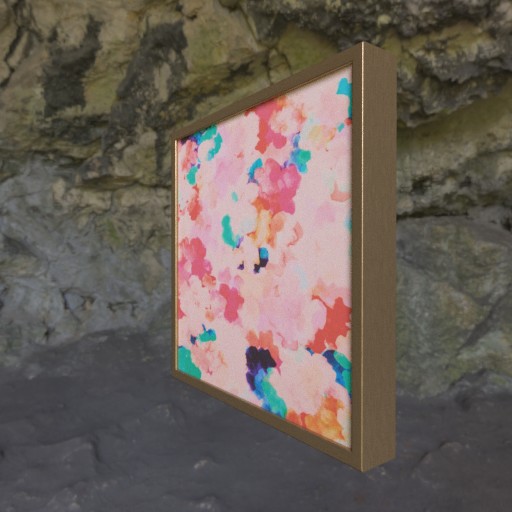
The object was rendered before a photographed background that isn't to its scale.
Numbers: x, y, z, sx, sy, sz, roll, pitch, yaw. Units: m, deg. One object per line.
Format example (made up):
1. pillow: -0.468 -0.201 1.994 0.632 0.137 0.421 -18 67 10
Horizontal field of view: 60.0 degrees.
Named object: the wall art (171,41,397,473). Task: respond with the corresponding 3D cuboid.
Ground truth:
1. wall art: 0.000 0.000 0.446 0.038 0.305 0.304 0 1 -37
